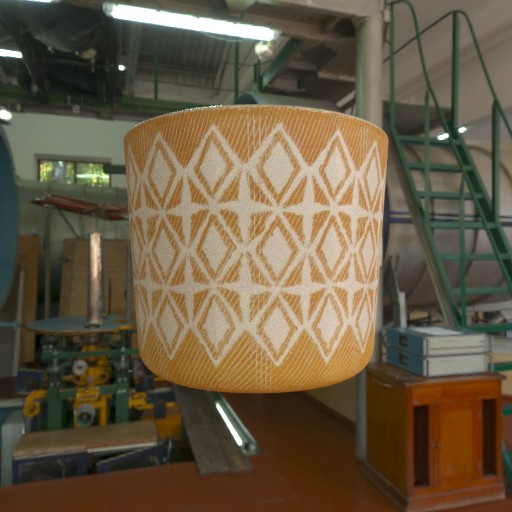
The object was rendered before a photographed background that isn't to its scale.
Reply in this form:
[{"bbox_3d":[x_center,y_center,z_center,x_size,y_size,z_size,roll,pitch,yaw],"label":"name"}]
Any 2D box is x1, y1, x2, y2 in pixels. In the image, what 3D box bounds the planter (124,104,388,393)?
[{"bbox_3d":[0.000,0.000,0.337,0.193,0.165,0.193,0,0,0],"label":"planter"}]
